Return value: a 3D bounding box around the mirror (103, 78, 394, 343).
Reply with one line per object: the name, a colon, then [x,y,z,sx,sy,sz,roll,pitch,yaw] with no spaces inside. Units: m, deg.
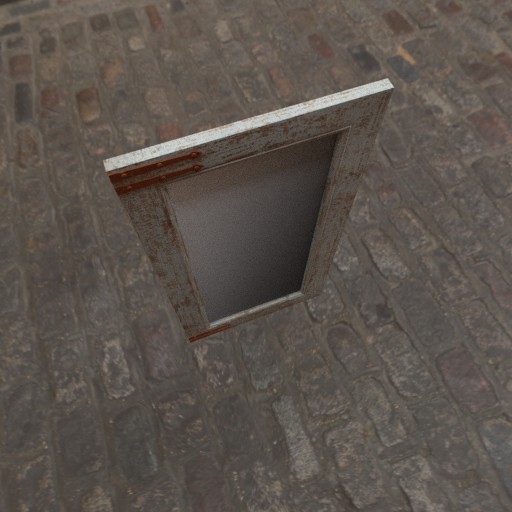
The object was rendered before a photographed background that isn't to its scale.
mirror: [0.000,0.000,1.095,0.472,0.922,0.027,-19,65,-9]
